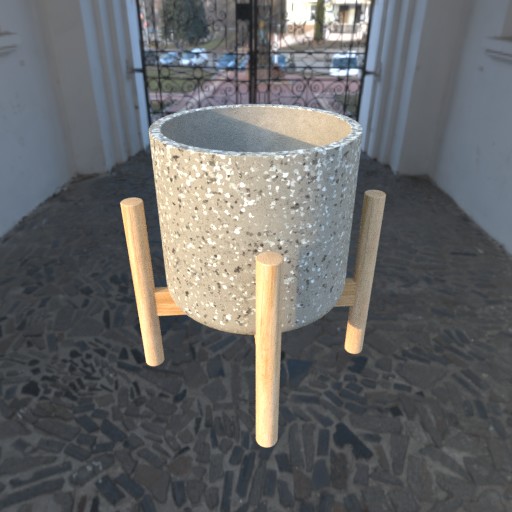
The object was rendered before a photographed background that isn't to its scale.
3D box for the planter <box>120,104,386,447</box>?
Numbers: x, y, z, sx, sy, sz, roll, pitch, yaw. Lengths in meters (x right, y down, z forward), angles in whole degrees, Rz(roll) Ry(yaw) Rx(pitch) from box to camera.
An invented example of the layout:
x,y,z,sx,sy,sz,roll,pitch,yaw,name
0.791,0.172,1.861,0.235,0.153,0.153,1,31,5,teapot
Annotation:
x,y,z,sx,sy,sz,roll,pitch,yaw,name
0.000,0.000,0.549,0.284,0.320,0.284,9,31,15,planter
